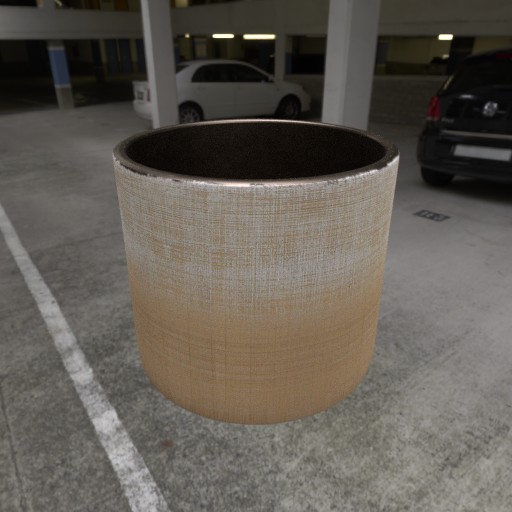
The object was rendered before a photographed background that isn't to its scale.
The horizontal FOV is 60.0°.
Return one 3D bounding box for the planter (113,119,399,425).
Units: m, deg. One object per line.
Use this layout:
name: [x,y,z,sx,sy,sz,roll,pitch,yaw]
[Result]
planter: [0.000,0.000,0.392,0.221,0.201,0.221,0,27,0]
